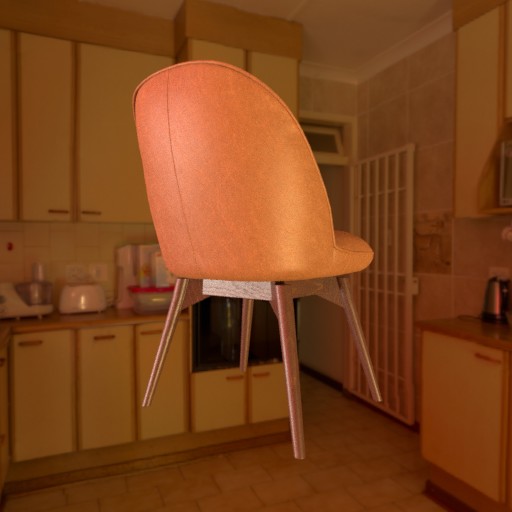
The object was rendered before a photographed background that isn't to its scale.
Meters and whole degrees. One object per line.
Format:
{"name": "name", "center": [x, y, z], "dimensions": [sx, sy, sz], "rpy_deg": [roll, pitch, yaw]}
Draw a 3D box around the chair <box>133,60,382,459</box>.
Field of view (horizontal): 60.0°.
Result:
{"name": "chair", "center": [0.000, 0.000, 1.213], "dimensions": [0.521, 0.831, 0.631], "rpy_deg": [1, 2, 37]}
